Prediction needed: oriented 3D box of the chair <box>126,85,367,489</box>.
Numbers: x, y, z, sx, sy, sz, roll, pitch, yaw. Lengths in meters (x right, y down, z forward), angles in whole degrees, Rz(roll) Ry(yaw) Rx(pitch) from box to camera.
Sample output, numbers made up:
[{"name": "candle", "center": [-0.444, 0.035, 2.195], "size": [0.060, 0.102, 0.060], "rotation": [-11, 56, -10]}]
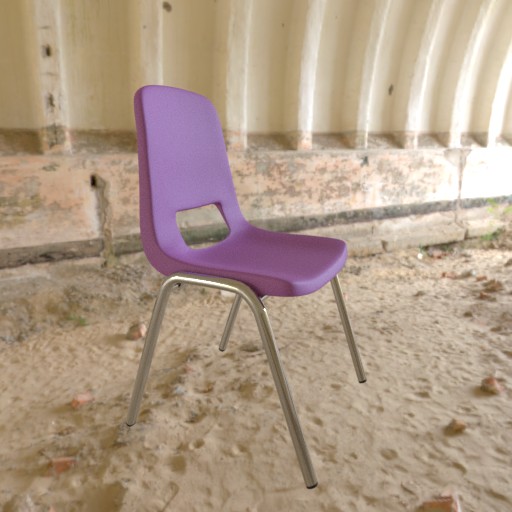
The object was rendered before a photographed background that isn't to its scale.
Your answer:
[{"name": "chair", "center": [0.000, 0.000, 0.668], "size": [0.301, 0.493, 0.291], "rotation": [7, 16, 25]}]
